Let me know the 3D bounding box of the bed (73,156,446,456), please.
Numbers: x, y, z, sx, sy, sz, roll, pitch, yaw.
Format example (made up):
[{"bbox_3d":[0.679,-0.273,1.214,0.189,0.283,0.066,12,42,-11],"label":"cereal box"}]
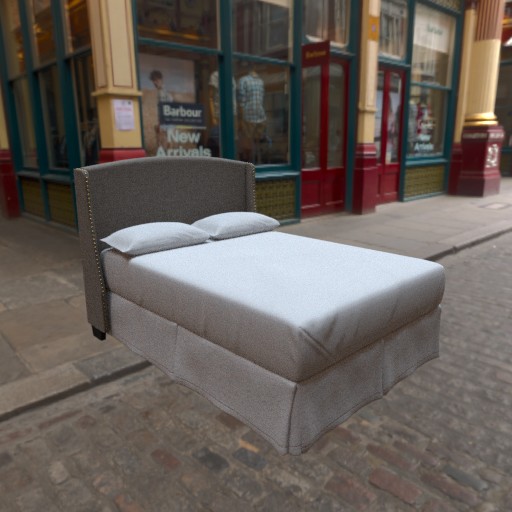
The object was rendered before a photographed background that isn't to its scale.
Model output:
[{"bbox_3d":[0.000,0.000,3.277,1.710,1.407,2.237,-13,19,-42],"label":"bed"}]
